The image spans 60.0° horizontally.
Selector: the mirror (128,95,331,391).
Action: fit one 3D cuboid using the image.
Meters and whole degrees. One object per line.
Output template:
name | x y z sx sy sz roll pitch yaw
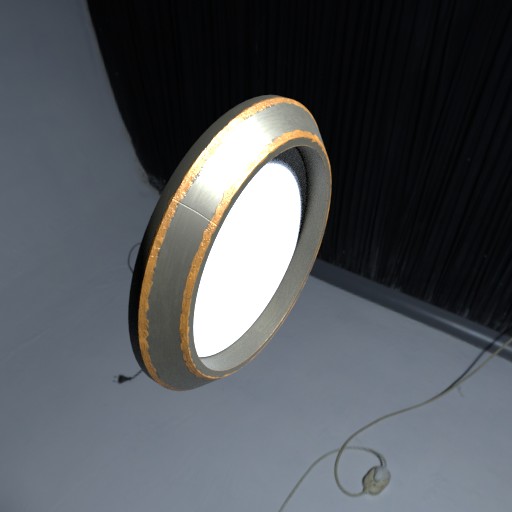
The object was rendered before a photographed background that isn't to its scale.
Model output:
mirror | 0.000 0.000 1.331 0.111 0.907 0.907 24 47 25
